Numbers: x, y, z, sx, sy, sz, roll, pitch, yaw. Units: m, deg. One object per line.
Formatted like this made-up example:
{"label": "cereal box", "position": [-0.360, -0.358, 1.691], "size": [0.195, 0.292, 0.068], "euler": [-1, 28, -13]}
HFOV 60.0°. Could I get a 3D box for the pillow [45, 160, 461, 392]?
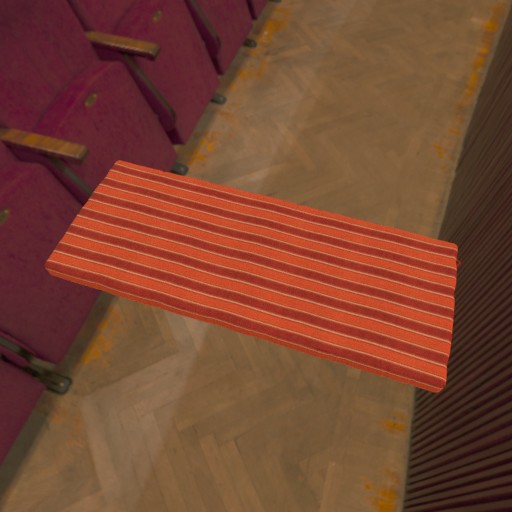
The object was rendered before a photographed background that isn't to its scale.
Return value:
{"label": "pillow", "position": [0.000, 0.000, 1.335], "size": [1.187, 0.081, 0.492], "euler": [15, 58, 10]}
